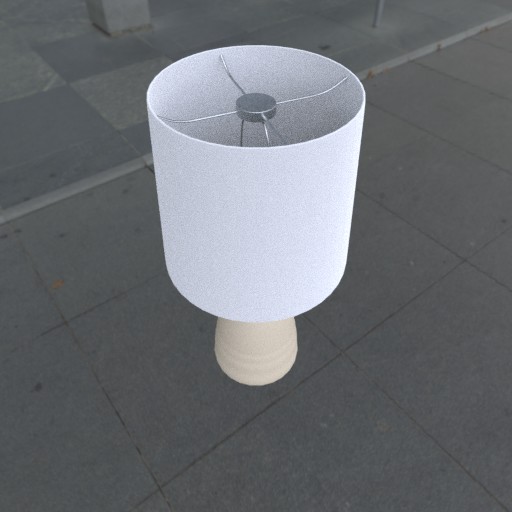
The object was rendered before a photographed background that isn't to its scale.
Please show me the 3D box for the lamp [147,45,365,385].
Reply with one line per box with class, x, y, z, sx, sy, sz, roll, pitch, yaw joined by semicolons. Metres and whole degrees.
lamp;0.000;0.000;0.470;0.186;0.369;0.186;0;47;0
